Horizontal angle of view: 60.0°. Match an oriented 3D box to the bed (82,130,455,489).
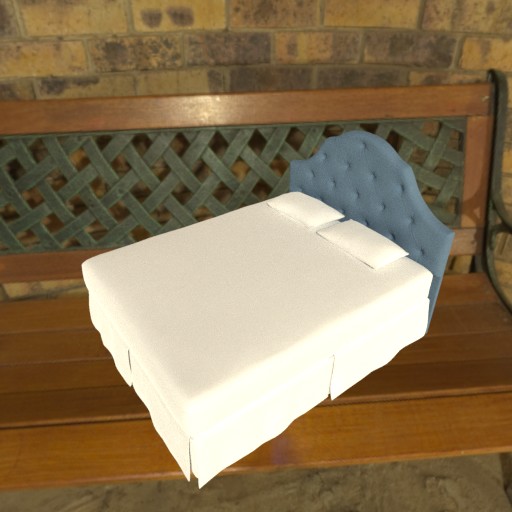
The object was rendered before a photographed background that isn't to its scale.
[{"bbox_3d":[0.000,0.000,3.692,2.477,1.617,2.039,-22,39,-30],"label":"bed"}]
